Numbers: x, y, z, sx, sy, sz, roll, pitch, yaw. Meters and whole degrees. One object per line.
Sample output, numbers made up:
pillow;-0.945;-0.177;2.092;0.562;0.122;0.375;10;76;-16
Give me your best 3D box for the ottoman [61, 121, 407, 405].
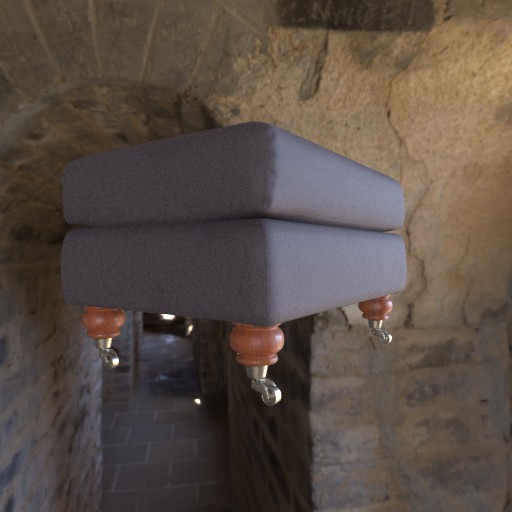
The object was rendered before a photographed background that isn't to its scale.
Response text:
ottoman;0.000;0.000;1.141;0.574;0.497;0.773;0;1;34
